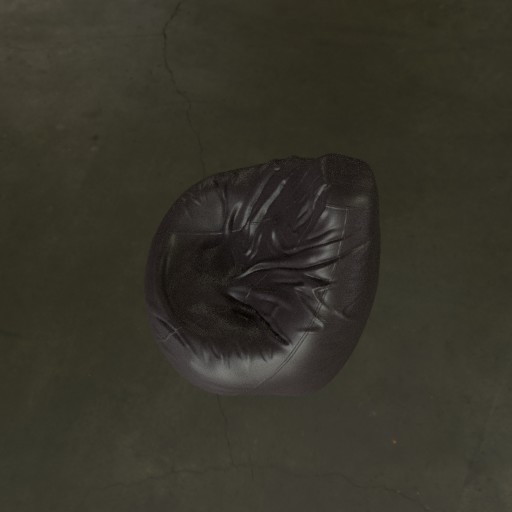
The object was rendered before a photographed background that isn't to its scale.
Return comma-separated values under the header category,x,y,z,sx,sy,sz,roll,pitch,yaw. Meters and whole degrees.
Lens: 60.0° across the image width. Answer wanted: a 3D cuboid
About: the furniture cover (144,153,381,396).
category,x,y,z,sx,sy,sz,roll,pitch,yaw
furniture cover,0.000,0.000,1.925,1.070,0.990,1.070,-3,58,-2
